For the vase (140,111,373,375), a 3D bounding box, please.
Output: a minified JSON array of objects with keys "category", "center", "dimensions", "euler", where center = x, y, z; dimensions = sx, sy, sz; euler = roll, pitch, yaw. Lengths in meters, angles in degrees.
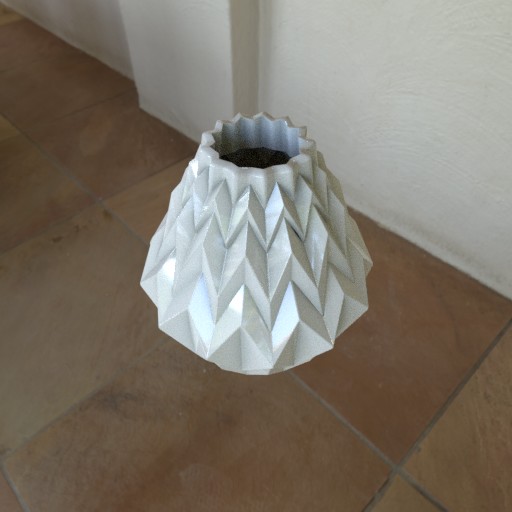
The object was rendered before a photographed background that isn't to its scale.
[{"category":"vase","center":[0.000,0.000,0.309],"dimensions":[0.164,0.185,0.164],"euler":[0,47,0]}]
